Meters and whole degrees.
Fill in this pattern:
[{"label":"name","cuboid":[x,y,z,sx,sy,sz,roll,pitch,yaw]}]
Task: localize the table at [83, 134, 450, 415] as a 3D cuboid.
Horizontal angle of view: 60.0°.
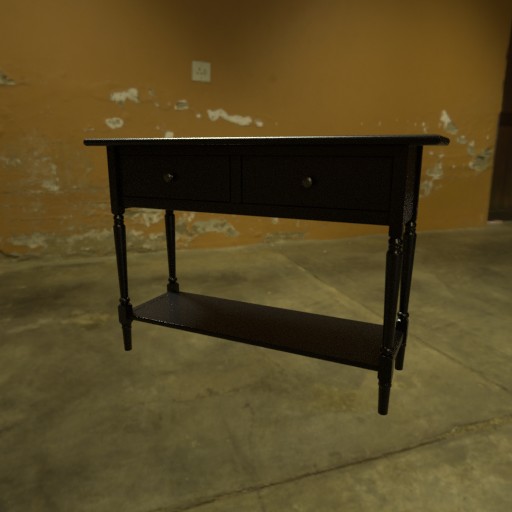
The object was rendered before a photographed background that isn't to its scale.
[{"label":"table","cuboid":[0.000,0.000,1.595,1.191,0.819,0.386,7,15,25]}]
